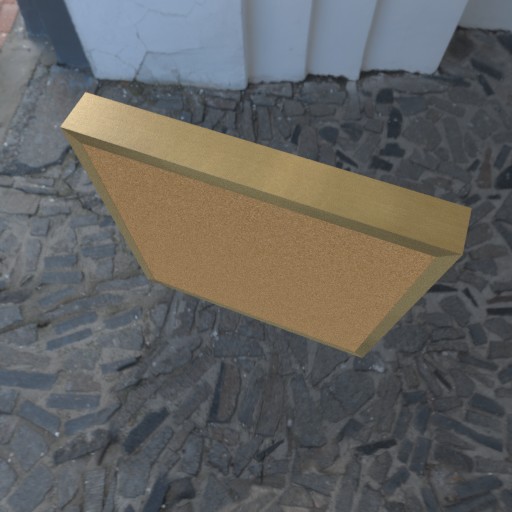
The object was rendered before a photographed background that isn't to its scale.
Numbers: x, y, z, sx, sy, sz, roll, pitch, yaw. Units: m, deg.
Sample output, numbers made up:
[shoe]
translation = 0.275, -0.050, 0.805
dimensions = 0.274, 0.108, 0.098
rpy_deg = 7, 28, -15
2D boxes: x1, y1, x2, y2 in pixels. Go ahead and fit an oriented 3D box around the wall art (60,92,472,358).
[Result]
[wall art]
translation = 0.000, 0.000, 0.459
dimensions = 0.304, 0.305, 0.038
rpy_deg = 19, 66, 9
